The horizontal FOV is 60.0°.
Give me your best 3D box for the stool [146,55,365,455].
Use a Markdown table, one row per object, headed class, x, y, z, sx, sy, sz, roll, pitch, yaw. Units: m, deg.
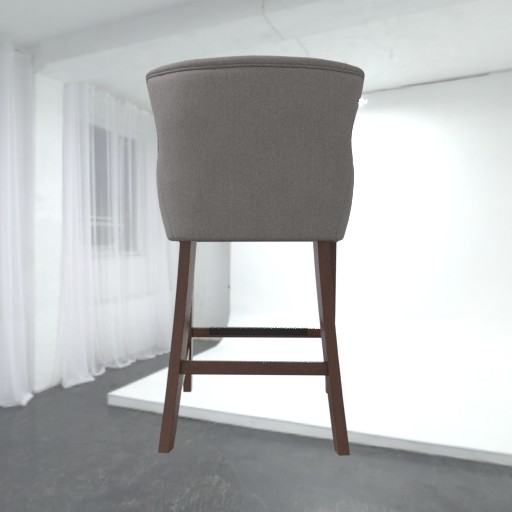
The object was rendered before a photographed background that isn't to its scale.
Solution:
| class | x | y | z | sx | sy | sz | roll | pitch | yaw |
| --- | --- | --- | --- | --- | --- | --- | --- | --- | --- |
| stool | 0.000 | 0.000 | 1.276 | 0.575 | 0.951 | 0.575 | 0 | 0 | 2 |
